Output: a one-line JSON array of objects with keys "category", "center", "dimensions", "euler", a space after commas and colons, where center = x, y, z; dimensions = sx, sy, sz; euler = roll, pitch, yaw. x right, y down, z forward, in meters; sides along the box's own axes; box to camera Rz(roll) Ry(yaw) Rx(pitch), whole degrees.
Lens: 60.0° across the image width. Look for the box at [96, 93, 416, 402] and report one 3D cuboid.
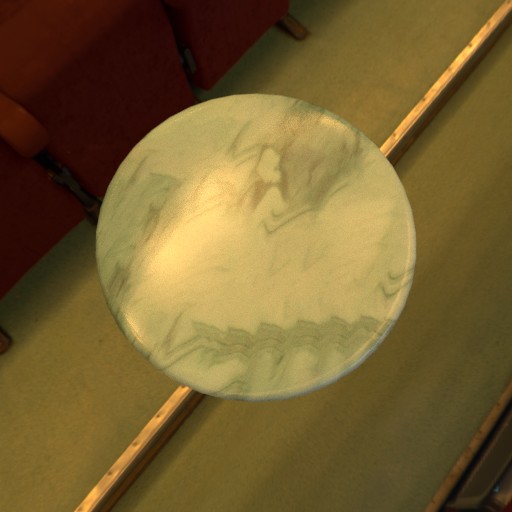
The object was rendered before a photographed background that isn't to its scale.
[{"category": "box", "center": [0.000, 0.000, 0.165], "dimensions": [0.101, 0.063, 0.101], "euler": [0, 75, 0]}]
